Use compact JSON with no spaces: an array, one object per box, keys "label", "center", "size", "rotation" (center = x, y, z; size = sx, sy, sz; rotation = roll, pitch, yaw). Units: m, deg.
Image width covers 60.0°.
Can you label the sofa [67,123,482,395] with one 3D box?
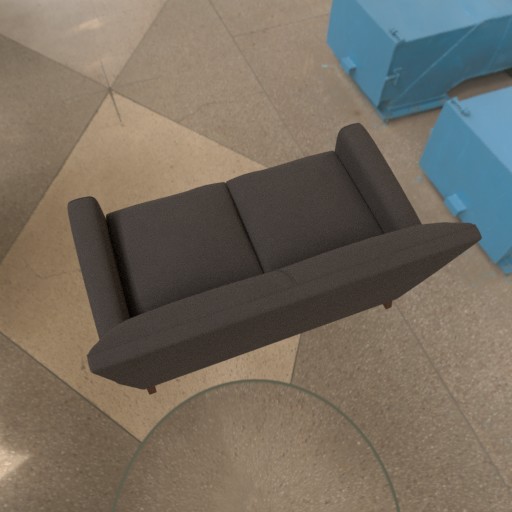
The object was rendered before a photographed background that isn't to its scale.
[{"label":"sofa","center":[0.000,0.000,1.960],"size":[1.420,0.846,0.871],"rotation":[-18,60,-10]}]
